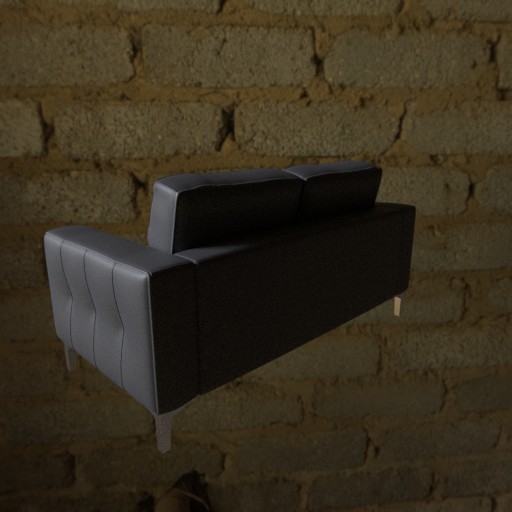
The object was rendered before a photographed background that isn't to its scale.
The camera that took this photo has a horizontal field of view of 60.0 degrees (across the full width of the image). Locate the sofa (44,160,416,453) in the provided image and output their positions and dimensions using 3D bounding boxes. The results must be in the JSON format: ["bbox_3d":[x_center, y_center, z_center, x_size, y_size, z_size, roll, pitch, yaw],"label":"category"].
[{"bbox_3d":[0.000,0.000,2.181,1.726,0.893,0.833,-15,22,-43],"label":"sofa"}]
